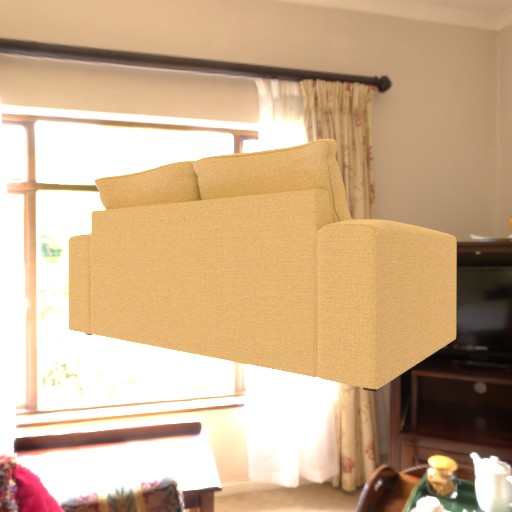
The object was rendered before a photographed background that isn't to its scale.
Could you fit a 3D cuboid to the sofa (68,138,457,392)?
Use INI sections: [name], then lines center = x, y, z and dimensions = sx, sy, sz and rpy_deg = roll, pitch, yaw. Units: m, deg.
[sofa]
center = 0.000, 0.000, 2.320
dimensions = 1.754, 0.875, 1.091
rpy_deg = 0, 1, 37
